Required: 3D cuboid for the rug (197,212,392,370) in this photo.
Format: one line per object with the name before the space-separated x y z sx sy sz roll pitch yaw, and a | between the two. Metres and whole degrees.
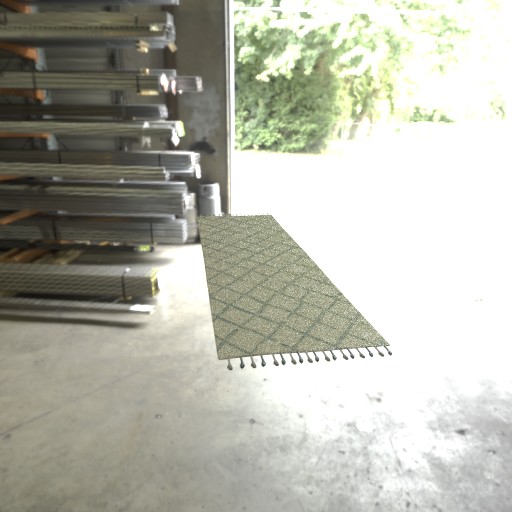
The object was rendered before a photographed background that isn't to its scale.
rug | 0.000 0.000 2.594 0.620 0.008 2.372 -3 18 -9
